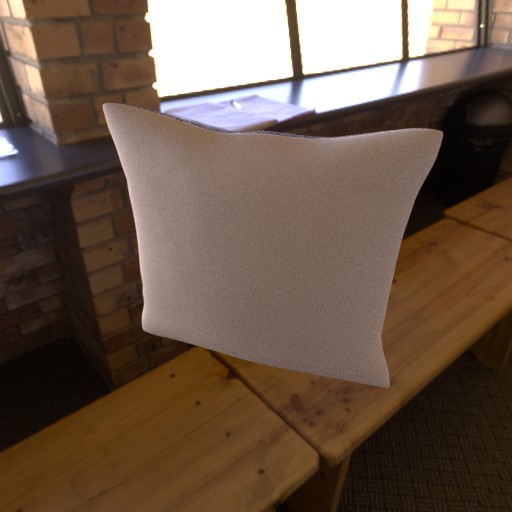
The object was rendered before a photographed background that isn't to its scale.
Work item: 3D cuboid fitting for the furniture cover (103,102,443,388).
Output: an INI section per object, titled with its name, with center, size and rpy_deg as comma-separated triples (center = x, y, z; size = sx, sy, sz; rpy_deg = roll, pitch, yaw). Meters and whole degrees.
[furniture cover]
center = 0.000, 0.000, 0.814
size = 0.552, 0.509, 0.193
rpy_deg = 10, 33, 16
